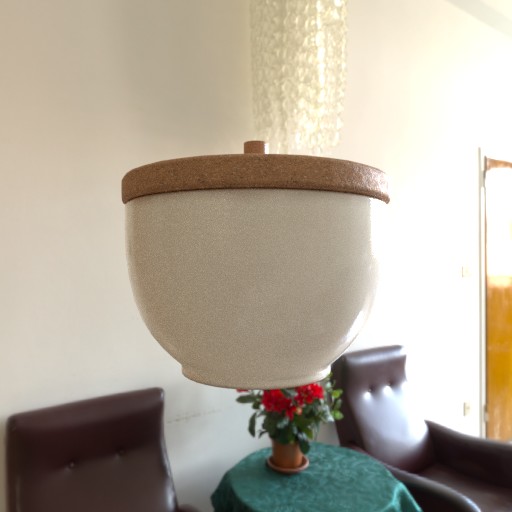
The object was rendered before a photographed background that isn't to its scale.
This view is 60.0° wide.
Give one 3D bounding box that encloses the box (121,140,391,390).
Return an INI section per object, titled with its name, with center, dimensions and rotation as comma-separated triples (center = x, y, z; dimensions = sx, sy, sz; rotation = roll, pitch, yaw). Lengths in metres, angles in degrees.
[box]
center = 0.000, 0.000, 0.184
dimensions = 0.107, 0.094, 0.107
rotation = 0, 0, 0
